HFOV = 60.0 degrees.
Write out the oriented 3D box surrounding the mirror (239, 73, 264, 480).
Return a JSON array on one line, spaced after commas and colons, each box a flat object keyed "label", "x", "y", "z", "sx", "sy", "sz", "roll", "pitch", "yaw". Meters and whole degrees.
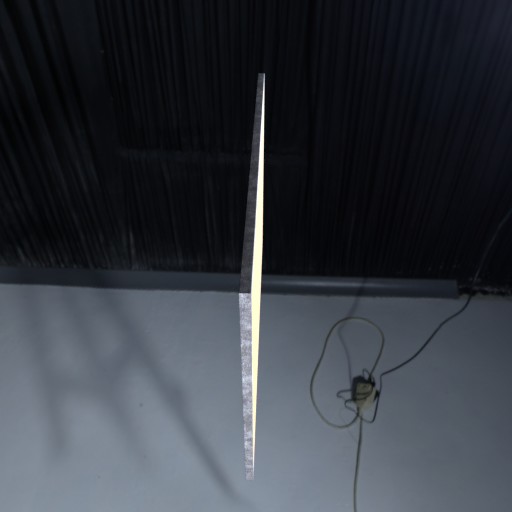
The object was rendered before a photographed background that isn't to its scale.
[{"label": "mirror", "x": 0.000, "y": 0.000, "z": 1.459, "sx": 0.022, "sy": 0.795, "sz": 1.101, "roll": 1, "pitch": 41, "yaw": 2}]
